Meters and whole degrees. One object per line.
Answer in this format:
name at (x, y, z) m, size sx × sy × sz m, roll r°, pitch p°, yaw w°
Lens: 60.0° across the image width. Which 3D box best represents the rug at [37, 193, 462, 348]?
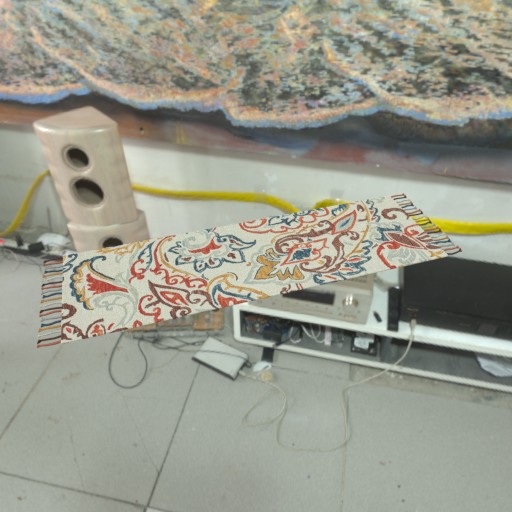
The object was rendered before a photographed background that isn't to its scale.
rug at (0.000, 0.000, 2.938) m, size 2.682 × 0.015 × 0.763 m, roll -12°, pitch 42°, yaw -13°
